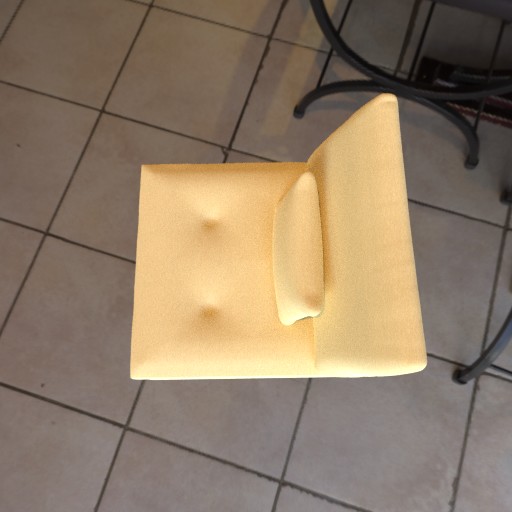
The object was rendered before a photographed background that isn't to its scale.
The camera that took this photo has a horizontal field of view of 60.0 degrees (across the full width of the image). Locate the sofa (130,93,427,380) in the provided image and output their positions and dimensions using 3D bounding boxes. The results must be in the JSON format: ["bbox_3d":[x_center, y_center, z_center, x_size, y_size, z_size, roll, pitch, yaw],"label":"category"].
[{"bbox_3d":[0.000,0.000,1.741,1.000,0.820,0.930,-1,75,0],"label":"sofa"}]
